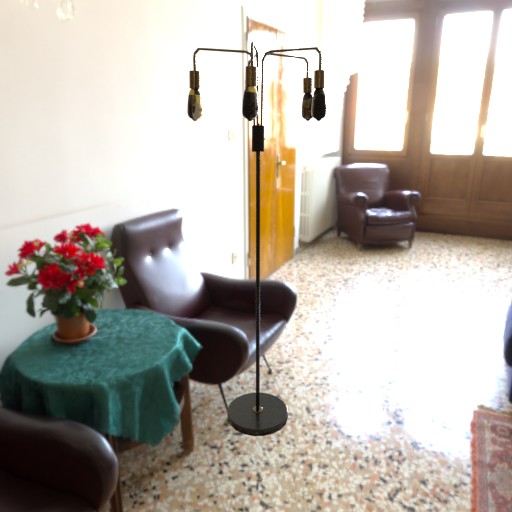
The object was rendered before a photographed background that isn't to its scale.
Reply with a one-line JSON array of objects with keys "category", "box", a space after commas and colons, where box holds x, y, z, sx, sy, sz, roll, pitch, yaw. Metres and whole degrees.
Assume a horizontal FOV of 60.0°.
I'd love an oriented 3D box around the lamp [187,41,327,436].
[{"category": "lamp", "box": [0.000, 0.000, 2.034, 0.572, 1.721, 0.599, -3, 17, -9]}]
